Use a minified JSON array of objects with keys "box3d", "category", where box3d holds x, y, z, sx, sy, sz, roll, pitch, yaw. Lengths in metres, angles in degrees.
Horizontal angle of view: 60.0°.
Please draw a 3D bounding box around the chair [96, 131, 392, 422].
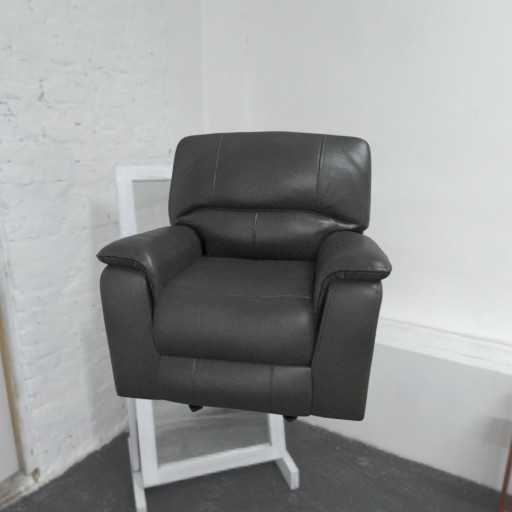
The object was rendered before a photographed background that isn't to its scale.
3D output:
[{"box3d":[0.000,0.000,2.027,1.096,1.109,1.087,3,15,9],"category":"chair"}]
